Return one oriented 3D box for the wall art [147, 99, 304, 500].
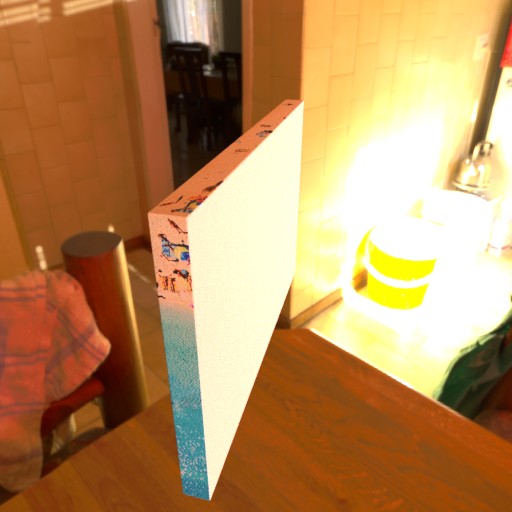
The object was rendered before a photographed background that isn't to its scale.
[{"bbox_3d":[0.000,0.000,0.746,0.039,0.406,0.609,7,30,13],"label":"wall art"}]
